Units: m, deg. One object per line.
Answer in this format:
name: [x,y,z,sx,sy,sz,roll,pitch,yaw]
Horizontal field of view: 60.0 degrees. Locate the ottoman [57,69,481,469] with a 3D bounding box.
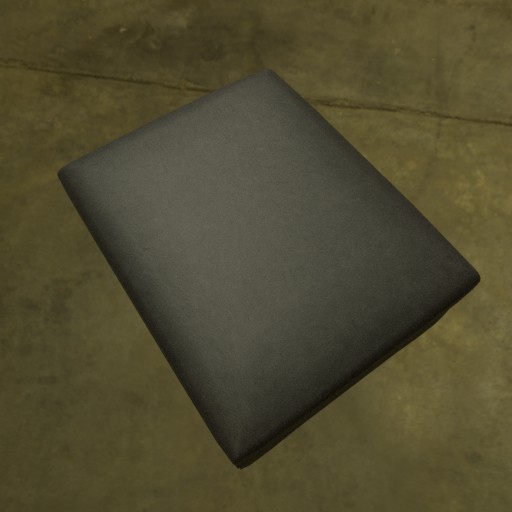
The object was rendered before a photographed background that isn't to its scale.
ottoman: [0.000,0.000,1.729,0.967,0.696,1.187,-32,67,-15]
